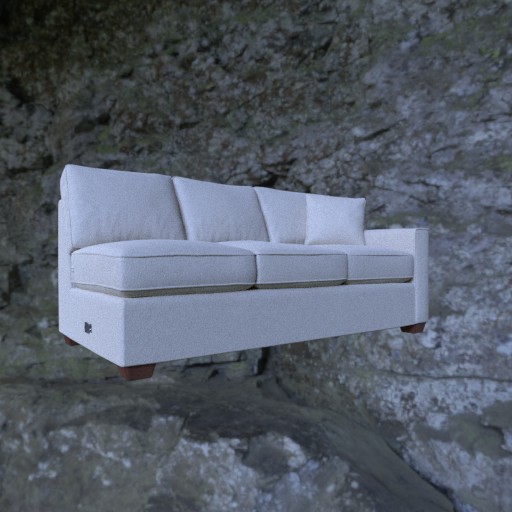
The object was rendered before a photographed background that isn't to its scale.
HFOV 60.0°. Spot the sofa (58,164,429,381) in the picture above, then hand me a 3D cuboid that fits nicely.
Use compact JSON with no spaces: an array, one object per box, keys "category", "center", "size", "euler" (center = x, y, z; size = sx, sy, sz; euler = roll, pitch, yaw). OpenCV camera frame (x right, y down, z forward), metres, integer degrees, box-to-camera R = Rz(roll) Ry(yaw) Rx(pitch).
[{"category":"sofa","center":[0.000,0.000,2.562],"size":[1.963,0.946,1.034],"euler":[0,0,-36]}]
